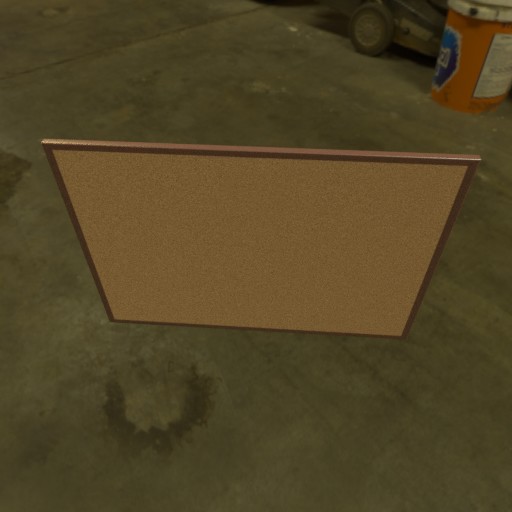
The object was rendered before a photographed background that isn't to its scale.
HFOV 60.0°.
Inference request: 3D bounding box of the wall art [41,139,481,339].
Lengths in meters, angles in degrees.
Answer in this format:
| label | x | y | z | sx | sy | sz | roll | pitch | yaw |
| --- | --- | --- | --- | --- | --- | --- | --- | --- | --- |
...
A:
| label | x | y | z | sx | sy | sz | roll | pitch | yaw |
| --- | --- | --- | --- | --- | --- | --- | --- | --- | --- |
| wall art | 0.000 | 0.000 | 0.827 | 0.660 | 0.455 | 0.014 | 3 | 45 | 3 |
